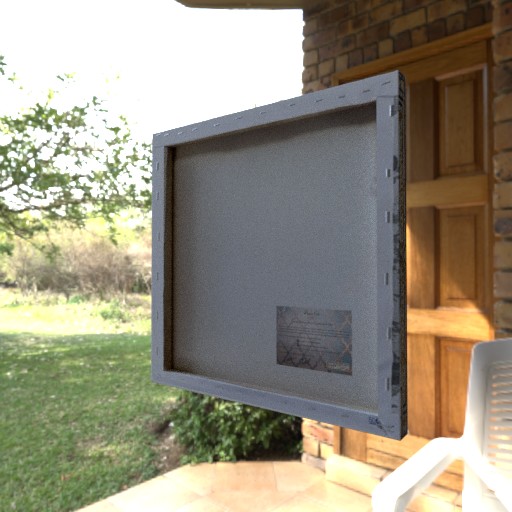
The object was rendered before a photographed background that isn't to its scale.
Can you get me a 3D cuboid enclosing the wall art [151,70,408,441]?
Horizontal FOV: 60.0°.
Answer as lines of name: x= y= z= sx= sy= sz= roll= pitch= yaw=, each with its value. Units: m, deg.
wall art: x=0.000 y=0.000 z=0.917 sx=0.609 sy=0.607 sz=0.036 roll=-1 pitch=-1 yaw=36
